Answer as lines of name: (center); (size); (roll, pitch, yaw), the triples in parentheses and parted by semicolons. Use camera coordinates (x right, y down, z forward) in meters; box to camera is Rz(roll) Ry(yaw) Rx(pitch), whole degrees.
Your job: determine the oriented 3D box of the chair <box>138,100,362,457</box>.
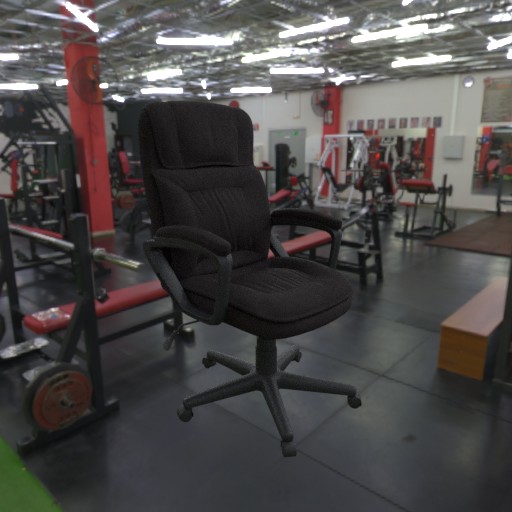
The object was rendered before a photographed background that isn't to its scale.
chair: (0.000, 0.000, 1.612); (0.724, 1.105, 0.667); (14, 20, 43)
